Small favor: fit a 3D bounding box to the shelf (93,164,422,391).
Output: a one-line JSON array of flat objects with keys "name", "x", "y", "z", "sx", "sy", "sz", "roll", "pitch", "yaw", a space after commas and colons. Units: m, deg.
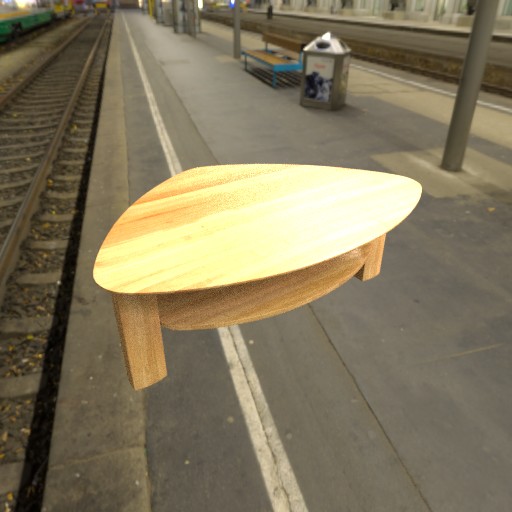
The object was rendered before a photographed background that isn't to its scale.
[{"name": "shelf", "x": 0.000, "y": 0.000, "z": 1.649, "sx": 1.240, "sy": 0.439, "sz": 0.863, "roll": -20, "pitch": 36, "yaw": -31}]
